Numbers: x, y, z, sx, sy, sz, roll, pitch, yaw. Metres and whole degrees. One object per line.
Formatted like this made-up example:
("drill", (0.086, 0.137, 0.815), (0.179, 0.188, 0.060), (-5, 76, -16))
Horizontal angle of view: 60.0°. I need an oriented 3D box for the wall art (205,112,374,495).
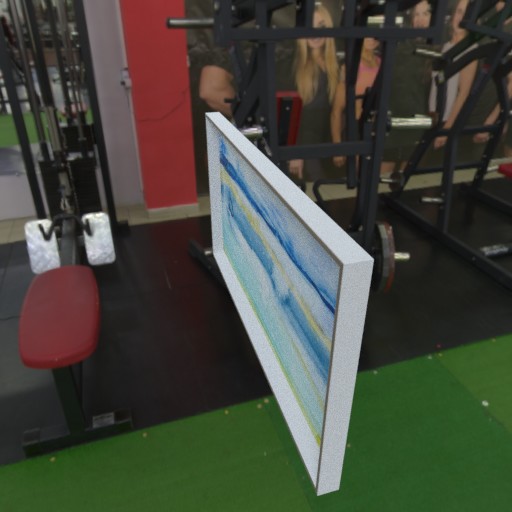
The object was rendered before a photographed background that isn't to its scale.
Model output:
("wall art", (0.000, 0.000, 0.943), (0.038, 0.431, 0.812), (-8, 31, -14))
